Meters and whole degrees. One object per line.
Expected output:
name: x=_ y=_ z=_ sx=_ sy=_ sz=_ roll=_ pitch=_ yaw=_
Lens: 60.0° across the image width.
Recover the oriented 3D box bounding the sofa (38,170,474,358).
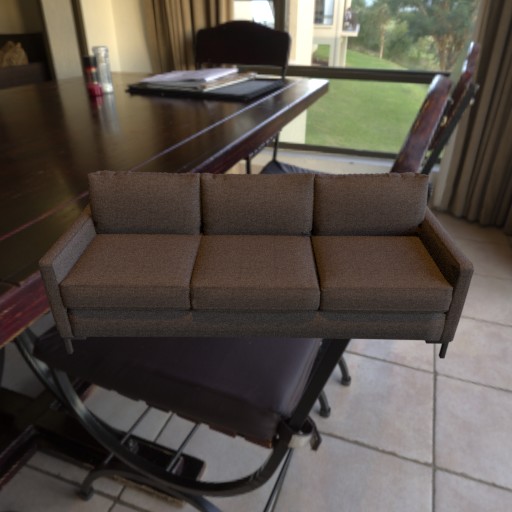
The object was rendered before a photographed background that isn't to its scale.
sofa: x=0.000 y=0.000 z=2.684 sx=2.253 sy=0.882 sz=0.876 roll=1 pitch=30 yaw=1
